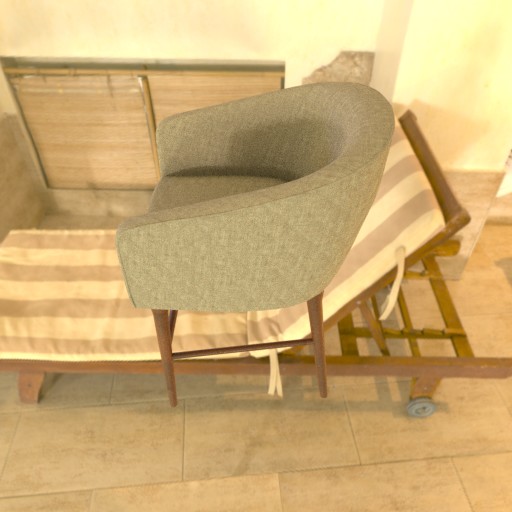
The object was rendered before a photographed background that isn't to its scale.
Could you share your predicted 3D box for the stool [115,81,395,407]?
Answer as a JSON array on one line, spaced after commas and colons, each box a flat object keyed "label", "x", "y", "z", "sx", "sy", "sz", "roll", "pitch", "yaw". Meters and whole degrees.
[{"label": "stool", "x": 0.000, "y": 0.000, "z": 1.349, "sx": 0.635, "sy": 0.952, "sz": 0.559, "roll": 0, "pitch": 42, "yaw": 1}]
